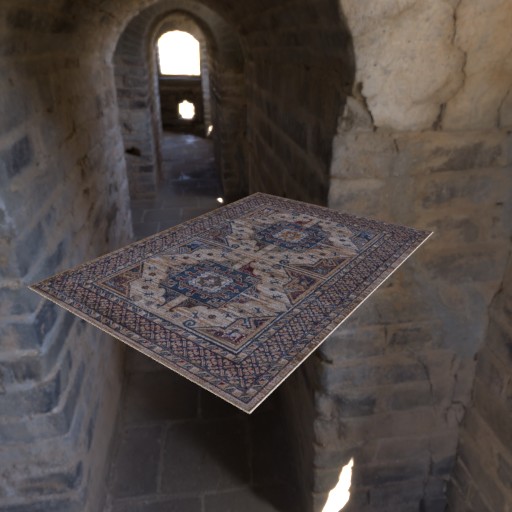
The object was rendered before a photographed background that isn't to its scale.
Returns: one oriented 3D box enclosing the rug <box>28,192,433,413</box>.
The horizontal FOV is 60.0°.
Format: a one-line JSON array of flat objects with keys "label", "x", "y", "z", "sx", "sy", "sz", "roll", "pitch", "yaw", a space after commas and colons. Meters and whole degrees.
[{"label": "rug", "x": 0.000, "y": 0.000, "z": 2.912, "sx": 1.611, "sy": 0.008, "sz": 2.227, "roll": 18, "pitch": 31, "yaw": 33}]
